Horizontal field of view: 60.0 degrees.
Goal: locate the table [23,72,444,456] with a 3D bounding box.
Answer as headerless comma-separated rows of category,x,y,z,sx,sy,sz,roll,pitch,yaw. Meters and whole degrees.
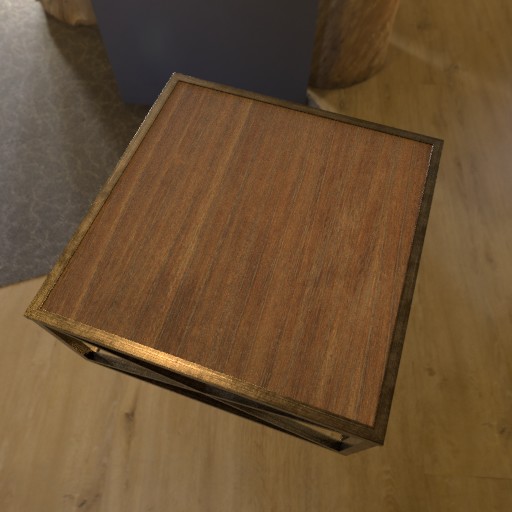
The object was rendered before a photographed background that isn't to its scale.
table,0.000,0.000,1.420,0.899,0.451,0.909,17,64,9
